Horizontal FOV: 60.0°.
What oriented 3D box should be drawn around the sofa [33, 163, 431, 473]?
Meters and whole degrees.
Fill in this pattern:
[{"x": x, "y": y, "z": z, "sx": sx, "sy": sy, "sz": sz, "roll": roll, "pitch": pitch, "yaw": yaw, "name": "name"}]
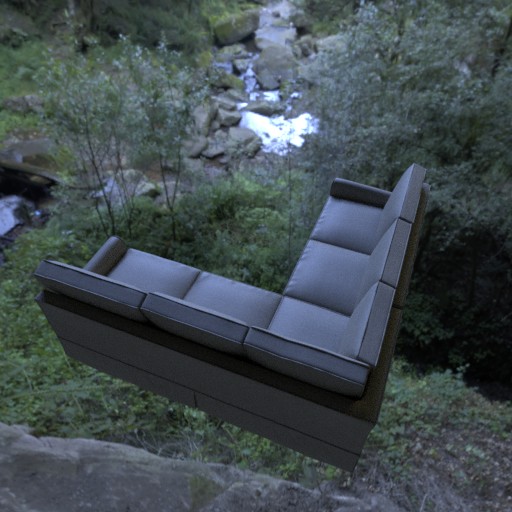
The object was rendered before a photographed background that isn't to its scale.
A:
[{"x": 0.000, "y": 0.000, "z": 4.027, "sx": 2.623, "sy": 1.081, "sz": 2.618, "roll": 16, "pitch": 48, "yaw": 15, "name": "sofa"}]
